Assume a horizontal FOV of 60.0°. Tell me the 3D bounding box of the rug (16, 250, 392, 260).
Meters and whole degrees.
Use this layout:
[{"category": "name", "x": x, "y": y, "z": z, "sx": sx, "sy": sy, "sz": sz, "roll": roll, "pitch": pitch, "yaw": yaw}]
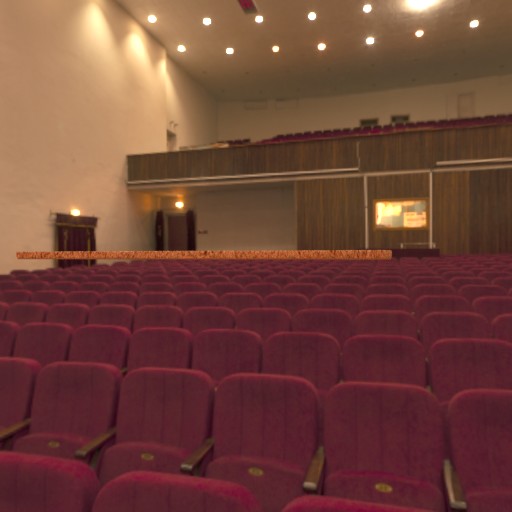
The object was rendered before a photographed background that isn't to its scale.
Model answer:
[{"category": "rug", "x": 0.000, "y": 0.000, "z": 2.061, "sx": 1.199, "sy": 0.025, "sz": 1.600, "roll": 0, "pitch": 0, "yaw": 17}]
